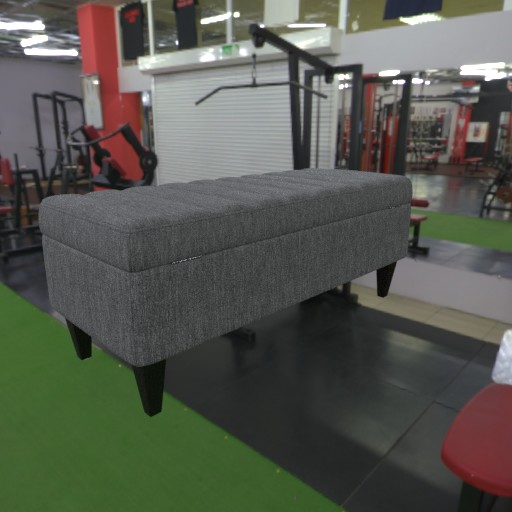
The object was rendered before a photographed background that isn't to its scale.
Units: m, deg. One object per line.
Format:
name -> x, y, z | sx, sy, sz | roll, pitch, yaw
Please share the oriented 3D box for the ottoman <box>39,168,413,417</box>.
ottoman -> 0.000, 0.000, 1.426 | 1.151, 0.469, 0.482 | -16, 23, -43
